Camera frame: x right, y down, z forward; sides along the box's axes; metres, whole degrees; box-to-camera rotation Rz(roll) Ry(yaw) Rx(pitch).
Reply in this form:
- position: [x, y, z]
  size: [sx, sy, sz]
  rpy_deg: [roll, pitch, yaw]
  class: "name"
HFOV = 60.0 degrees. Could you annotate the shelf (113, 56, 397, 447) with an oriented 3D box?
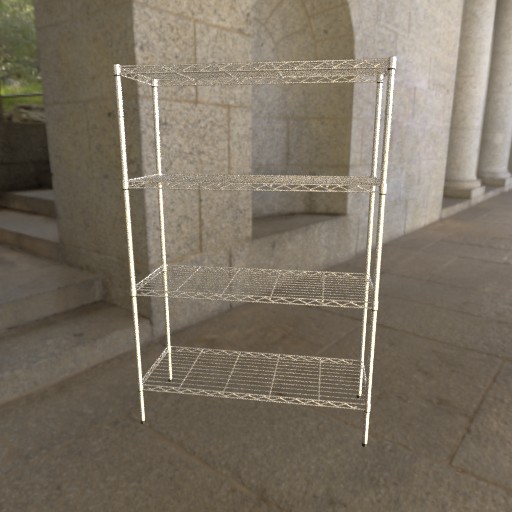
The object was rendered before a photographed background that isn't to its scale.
- position: [0.000, 0.000, 1.728]
  size: [0.907, 1.360, 0.352]
  rpy_deg: [2, 15, 9]
  class: "shelf"
